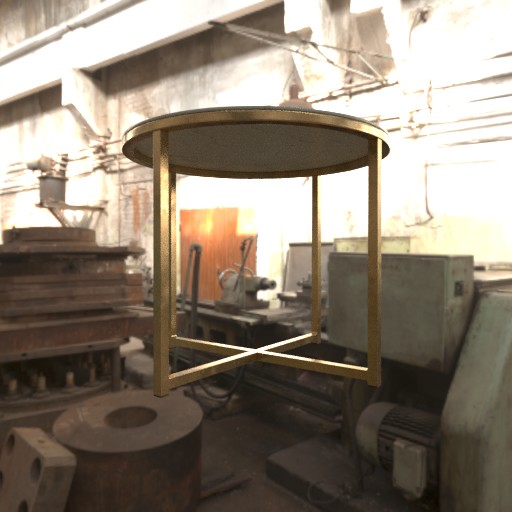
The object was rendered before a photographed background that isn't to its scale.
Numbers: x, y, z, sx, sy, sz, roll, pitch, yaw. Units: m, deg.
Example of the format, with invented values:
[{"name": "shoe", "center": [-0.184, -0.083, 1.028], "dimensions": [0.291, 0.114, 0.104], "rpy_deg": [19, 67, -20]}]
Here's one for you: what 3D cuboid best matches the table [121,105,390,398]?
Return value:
[{"name": "table", "center": [0.000, 0.000, 0.863], "dimensions": [0.500, 0.420, 0.500], "rpy_deg": [0, 1, 0]}]
